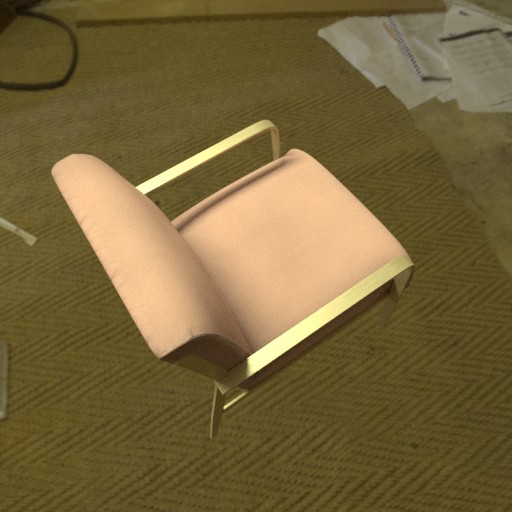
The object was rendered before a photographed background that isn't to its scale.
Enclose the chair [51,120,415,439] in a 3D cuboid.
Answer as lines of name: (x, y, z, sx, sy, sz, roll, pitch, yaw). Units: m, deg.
chair: (0.000, 0.000, 1.428, 0.848, 0.823, 0.701, -30, 63, -17)
